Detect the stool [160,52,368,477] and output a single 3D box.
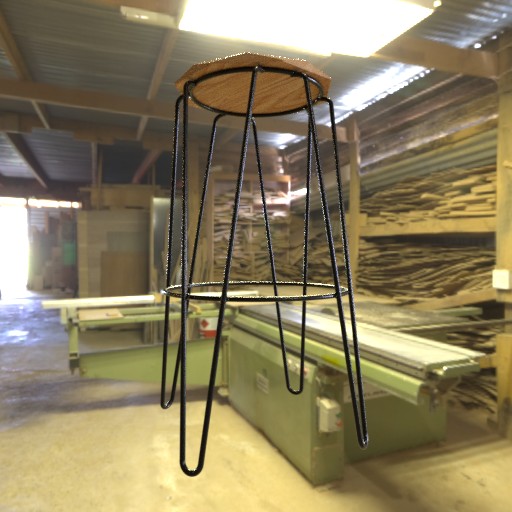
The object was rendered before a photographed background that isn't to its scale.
[{"bbox_3d":[0.000,0.000,0.791,0.326,0.610,0.326,0,1,-18],"label":"stool"}]
